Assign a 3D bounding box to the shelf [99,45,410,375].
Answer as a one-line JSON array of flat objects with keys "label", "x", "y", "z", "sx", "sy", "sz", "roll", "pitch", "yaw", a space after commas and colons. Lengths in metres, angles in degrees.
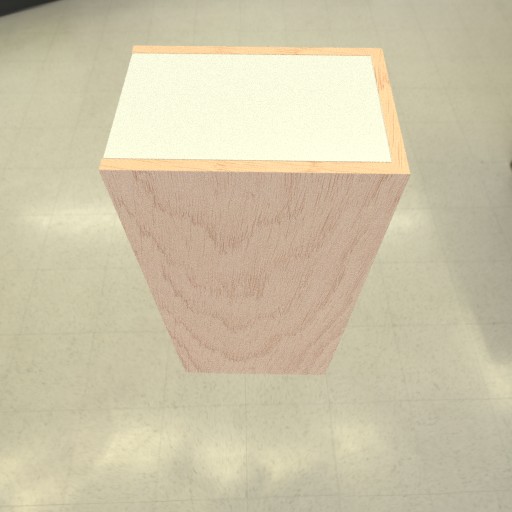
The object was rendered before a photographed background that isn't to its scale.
[{"label": "shelf", "x": 0.000, "y": 0.000, "z": 0.717, "sx": 0.290, "sy": 0.600, "sz": 0.200, "roll": 1, "pitch": 58, "yaw": 1}]
